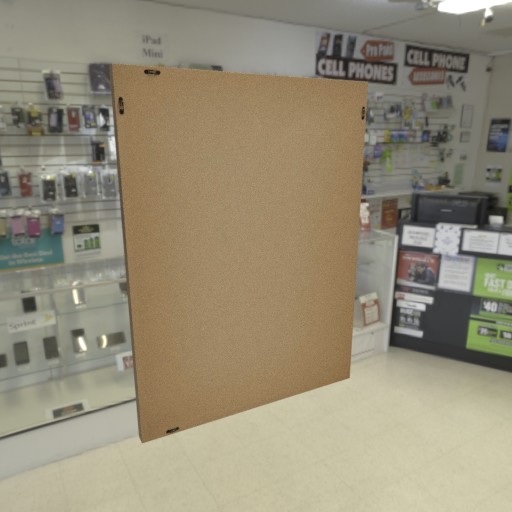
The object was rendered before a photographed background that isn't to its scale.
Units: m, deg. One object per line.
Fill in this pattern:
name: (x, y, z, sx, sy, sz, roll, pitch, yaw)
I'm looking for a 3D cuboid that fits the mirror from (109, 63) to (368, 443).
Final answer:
mirror: (0.000, 0.000, 1.331, 0.762, 1.016, 0.041, -8, 17, -27)
